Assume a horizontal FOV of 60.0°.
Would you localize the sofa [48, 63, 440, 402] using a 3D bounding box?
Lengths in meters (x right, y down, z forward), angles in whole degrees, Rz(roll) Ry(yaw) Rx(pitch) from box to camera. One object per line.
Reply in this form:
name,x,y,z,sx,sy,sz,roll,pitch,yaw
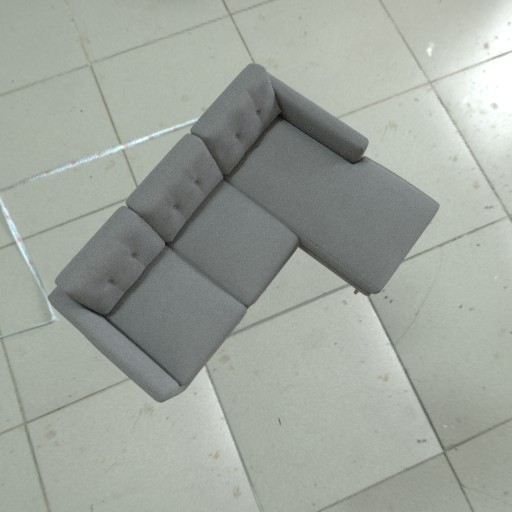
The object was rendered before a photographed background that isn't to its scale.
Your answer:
sofa,0.000,0.000,2.829,1.530,0.860,2.040,37,78,9
